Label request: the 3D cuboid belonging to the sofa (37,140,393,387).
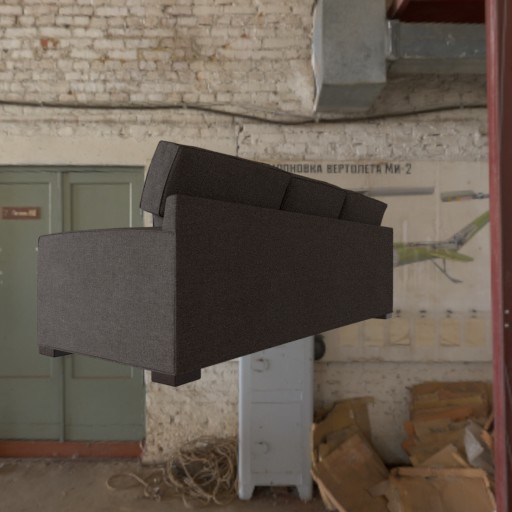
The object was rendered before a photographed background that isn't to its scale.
[{"bbox_3d":[0.000,0.000,2.867,1.004,0.978,2.369,0,0,36],"label":"sofa"}]
